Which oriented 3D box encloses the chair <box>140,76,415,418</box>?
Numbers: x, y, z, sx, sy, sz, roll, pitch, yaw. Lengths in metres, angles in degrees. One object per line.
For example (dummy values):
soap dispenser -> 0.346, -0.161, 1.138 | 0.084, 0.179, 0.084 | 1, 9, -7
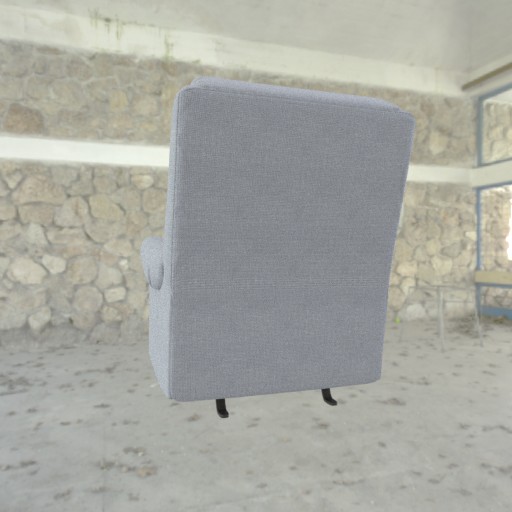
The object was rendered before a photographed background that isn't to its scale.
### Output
chair -> 0.000, 0.000, 1.748 | 0.838, 1.054, 1.014 | 0, 0, -18
